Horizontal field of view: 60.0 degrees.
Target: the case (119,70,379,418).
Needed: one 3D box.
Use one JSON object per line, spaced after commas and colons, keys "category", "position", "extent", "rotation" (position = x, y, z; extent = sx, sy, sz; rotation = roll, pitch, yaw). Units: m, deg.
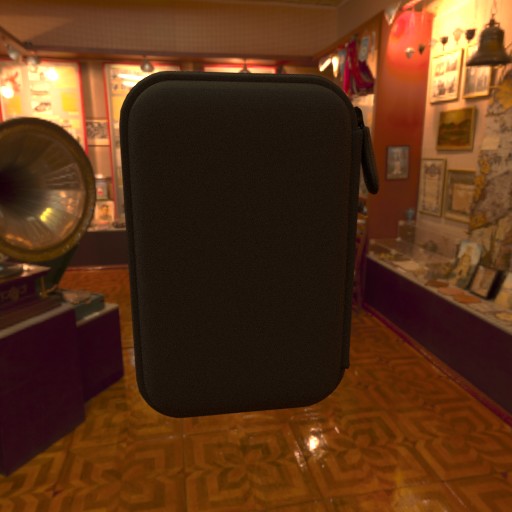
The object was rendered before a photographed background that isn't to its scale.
{"category": "case", "position": [0.000, 0.000, 0.191], "extent": [0.107, 0.147, 0.030], "rotation": [-2, 13, -9]}
